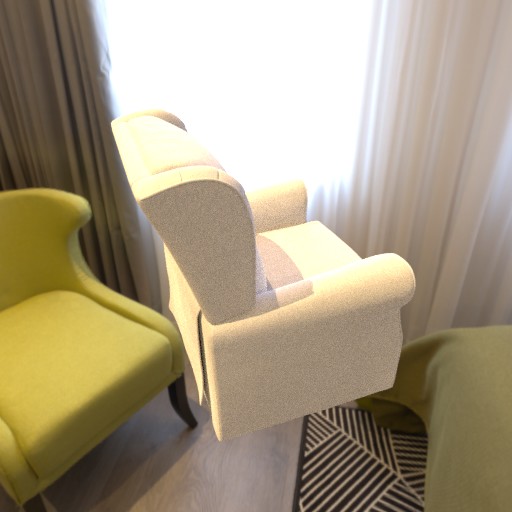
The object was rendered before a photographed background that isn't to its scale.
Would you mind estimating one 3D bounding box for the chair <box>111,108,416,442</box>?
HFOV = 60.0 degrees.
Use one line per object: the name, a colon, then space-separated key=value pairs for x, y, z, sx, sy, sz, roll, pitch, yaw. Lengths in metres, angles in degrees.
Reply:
chair: x=0.000 y=0.000 z=1.648 sx=0.854 sy=0.967 sz=0.906 roll=-10 pitch=32 yaw=-17
